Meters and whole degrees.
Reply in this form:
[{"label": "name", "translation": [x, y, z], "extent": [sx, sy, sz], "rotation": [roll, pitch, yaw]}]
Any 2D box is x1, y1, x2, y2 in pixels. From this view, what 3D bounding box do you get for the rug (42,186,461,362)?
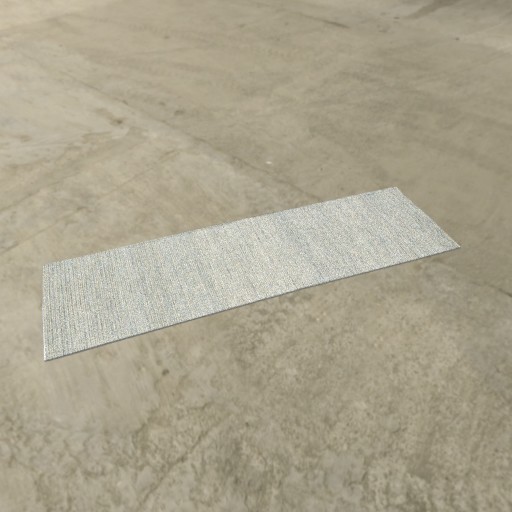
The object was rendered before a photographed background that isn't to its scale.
[{"label": "rug", "translation": [0.000, 0.000, 2.570], "extent": [2.341, 0.037, 0.675], "rotation": [-14, 45, -14]}]
